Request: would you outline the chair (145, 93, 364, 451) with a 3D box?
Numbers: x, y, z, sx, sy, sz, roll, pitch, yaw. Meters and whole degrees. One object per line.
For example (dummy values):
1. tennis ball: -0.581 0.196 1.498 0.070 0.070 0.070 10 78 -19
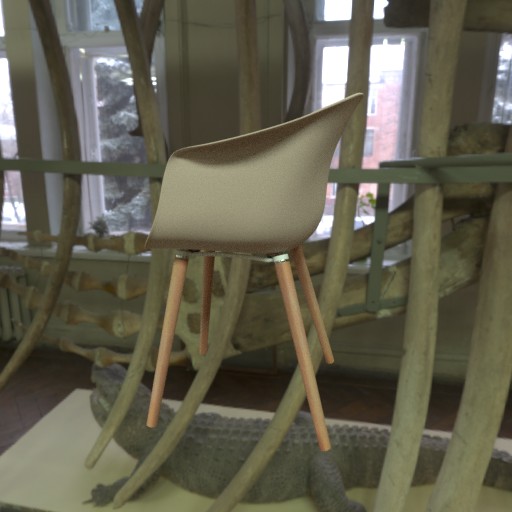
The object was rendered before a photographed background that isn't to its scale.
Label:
1. chair: 0.000 0.000 1.153 0.504 0.781 0.593 2 13 10
